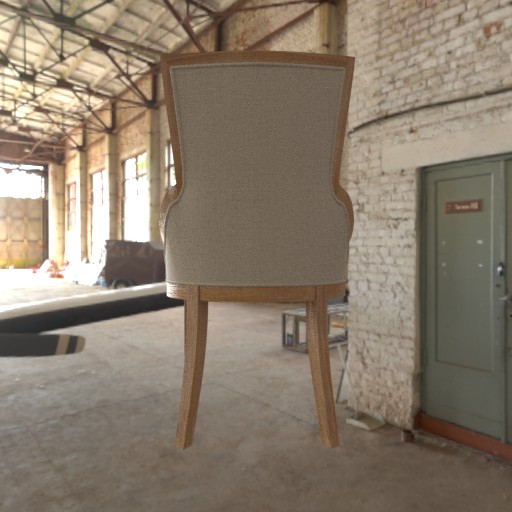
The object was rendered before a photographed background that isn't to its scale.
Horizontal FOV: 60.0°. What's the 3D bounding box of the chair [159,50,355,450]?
[{"bbox_3d":[0.000,0.000,1.327,0.524,0.947,0.641,0,1,-1],"label":"chair"}]
